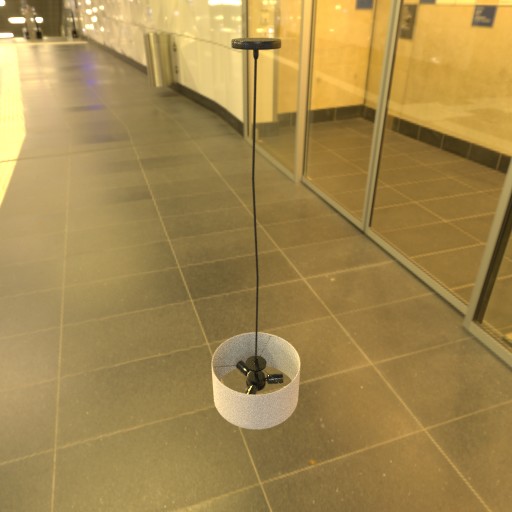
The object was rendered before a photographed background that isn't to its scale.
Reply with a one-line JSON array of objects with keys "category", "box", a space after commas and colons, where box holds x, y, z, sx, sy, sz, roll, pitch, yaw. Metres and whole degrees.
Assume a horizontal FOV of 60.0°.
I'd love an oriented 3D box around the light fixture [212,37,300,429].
[{"category": "light fixture", "box": [0.000, 0.000, 1.723, 0.399, 1.516, 0.399, 0, 30, 0]}]
